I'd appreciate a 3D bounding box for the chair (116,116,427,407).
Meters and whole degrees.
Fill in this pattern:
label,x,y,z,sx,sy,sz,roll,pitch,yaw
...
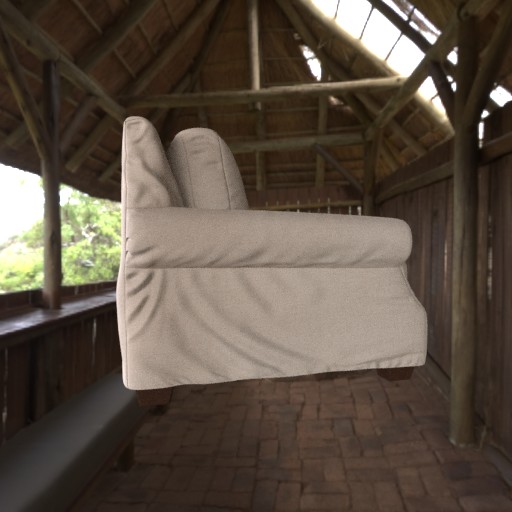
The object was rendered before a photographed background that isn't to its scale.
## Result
label,x,y,z,sx,sy,sz,roll,pitch,yaw
chair,0.000,0.000,1.786,1.066,0.866,0.940,-1,2,-17
